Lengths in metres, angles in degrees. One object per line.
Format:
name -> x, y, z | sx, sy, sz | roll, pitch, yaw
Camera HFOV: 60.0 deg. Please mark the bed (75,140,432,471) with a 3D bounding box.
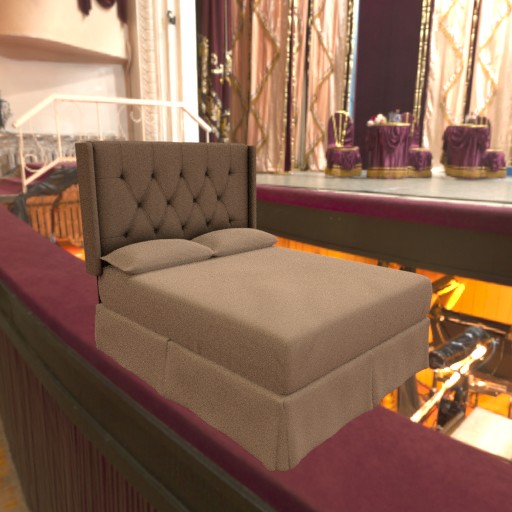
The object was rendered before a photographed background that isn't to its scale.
bed -> 0.000, 0.000, 3.260 | 1.719, 1.665, 2.066 | -12, 18, -43
